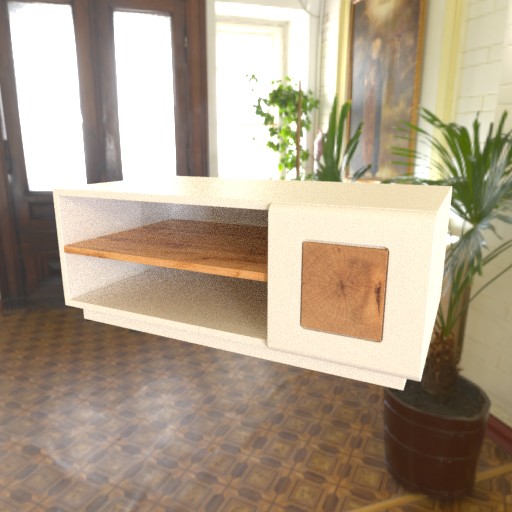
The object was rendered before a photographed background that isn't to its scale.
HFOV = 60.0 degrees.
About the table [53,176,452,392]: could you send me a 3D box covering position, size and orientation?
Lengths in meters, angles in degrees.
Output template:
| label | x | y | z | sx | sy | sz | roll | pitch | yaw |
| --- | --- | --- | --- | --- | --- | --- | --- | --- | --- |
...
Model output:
| label | x | y | z | sx | sy | sz | roll | pitch | yaw |
| --- | --- | --- | --- | --- | --- | --- | --- | --- | --- |
| table | 0.000 | 0.000 | 1.433 | 1.097 | 0.442 | 0.639 | 7 | 16 | 25 |
